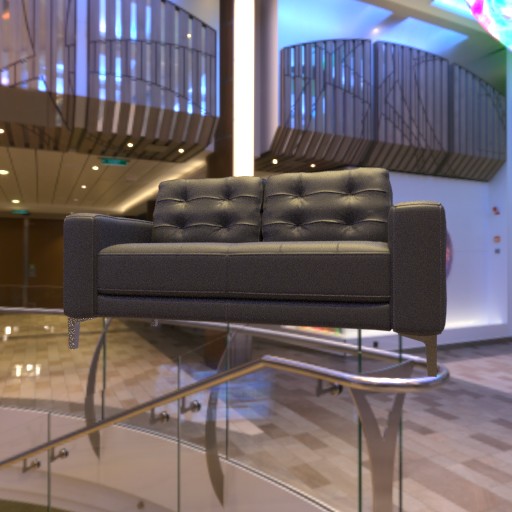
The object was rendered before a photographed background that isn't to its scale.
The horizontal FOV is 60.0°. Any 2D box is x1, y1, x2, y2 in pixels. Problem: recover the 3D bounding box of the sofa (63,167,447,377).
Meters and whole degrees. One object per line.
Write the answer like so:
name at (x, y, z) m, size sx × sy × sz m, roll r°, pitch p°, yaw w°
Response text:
sofa at (0.000, 0.000, 2.246) m, size 1.726 × 0.893 × 0.833 m, roll 0°, pitch 0°, yaw 18°
